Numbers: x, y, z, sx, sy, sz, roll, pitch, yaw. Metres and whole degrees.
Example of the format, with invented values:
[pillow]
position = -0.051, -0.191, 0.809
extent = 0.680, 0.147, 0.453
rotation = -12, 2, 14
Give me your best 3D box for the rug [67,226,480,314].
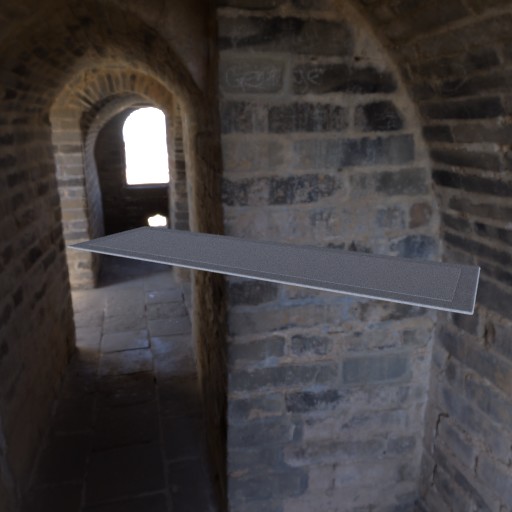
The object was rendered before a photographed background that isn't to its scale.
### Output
[rug]
position = 0.000, 0.000, 2.700
extent = 2.430, 0.012, 0.759
rotation = 8, 17, 27
